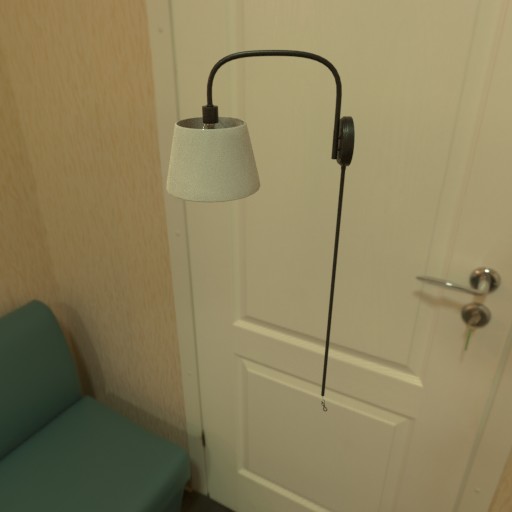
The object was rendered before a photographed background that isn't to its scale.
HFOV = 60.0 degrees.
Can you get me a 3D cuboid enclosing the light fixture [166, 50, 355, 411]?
[{"bbox_3d":[0.000,0.000,0.473,0.176,0.399,0.092,0,27,0],"label":"light fixture"}]
